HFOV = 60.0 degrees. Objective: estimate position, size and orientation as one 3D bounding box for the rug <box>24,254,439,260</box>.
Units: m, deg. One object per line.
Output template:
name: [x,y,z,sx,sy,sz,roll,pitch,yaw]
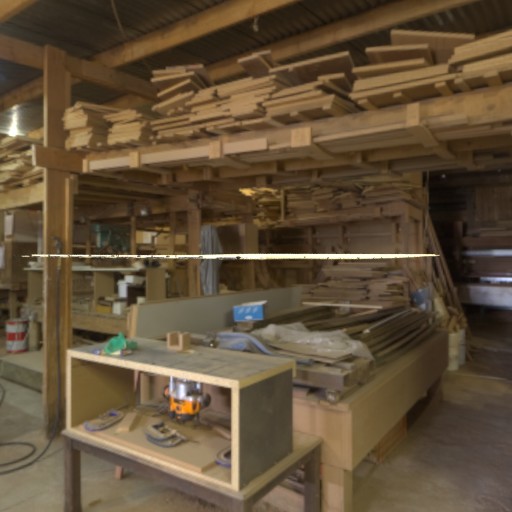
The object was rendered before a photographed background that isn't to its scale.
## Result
rug: [0.000,0.000,4.020,2.342,0.026,3.221,0,0,37]
